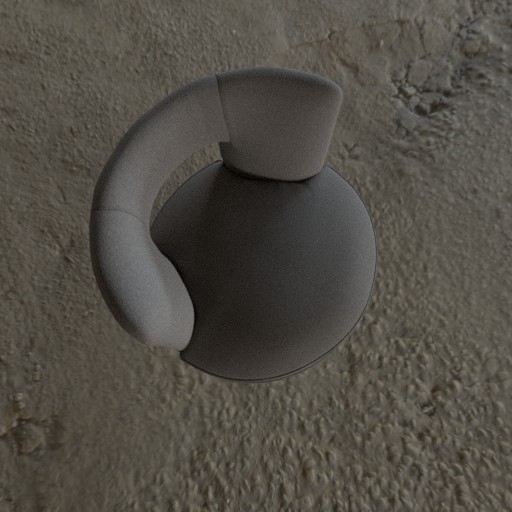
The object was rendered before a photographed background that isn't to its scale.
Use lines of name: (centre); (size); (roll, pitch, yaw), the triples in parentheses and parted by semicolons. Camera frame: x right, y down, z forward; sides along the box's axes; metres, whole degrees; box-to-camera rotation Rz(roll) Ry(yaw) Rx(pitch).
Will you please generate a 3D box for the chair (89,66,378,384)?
chair: (0.000, 0.000, 1.227); (0.660, 0.719, 0.689); (35, 77, 9)
